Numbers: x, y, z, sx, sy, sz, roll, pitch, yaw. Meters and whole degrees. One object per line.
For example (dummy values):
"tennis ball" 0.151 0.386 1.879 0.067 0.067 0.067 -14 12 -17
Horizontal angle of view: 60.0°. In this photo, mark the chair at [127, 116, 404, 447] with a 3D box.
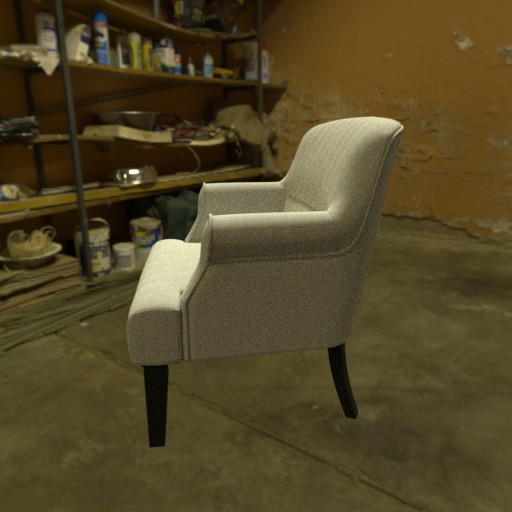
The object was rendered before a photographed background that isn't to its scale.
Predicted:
"chair" 0.000 0.000 1.462 0.750 0.875 0.781 -2 16 -7
